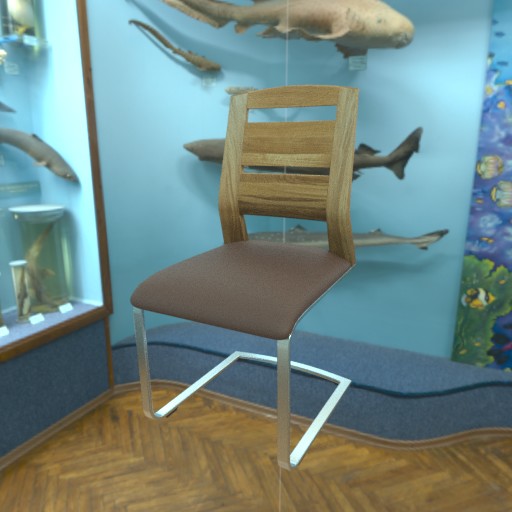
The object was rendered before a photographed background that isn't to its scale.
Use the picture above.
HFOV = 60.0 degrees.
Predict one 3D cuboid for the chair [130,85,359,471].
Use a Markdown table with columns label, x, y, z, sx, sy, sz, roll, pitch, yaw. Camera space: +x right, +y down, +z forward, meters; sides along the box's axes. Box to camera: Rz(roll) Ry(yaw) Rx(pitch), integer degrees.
| label | x | y | z | sx | sy | sz | roll | pitch | yaw |
| --- | --- | --- | --- | --- | --- | --- | --- | --- | --- |
| chair | 0.000 | 0.000 | 1.271 | 0.460 | 0.970 | 0.570 | 8 | 16 | 28 |
